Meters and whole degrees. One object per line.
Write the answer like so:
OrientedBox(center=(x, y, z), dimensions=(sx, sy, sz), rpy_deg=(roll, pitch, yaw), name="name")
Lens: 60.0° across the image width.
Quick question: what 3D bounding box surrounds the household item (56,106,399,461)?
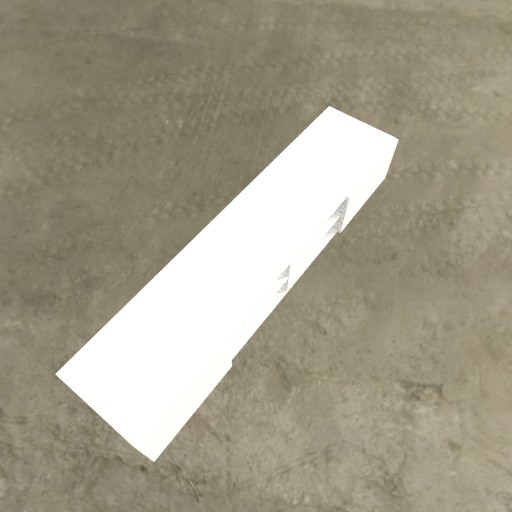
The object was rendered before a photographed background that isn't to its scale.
OrientedBox(center=(0.000, 0.000, 2.067), dimensions=(0.420, 0.310, 1.850), rpy_deg=(33, 63, 19), name="household item")
